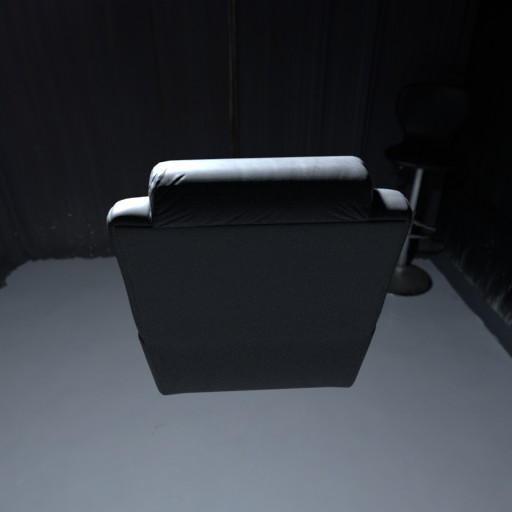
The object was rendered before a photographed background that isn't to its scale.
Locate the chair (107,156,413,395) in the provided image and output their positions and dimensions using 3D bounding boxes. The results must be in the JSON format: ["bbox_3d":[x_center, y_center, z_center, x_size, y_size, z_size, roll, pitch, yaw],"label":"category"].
[{"bbox_3d":[0.000,0.000,1.897,0.967,1.116,1.068,-2,31,-3],"label":"chair"}]
